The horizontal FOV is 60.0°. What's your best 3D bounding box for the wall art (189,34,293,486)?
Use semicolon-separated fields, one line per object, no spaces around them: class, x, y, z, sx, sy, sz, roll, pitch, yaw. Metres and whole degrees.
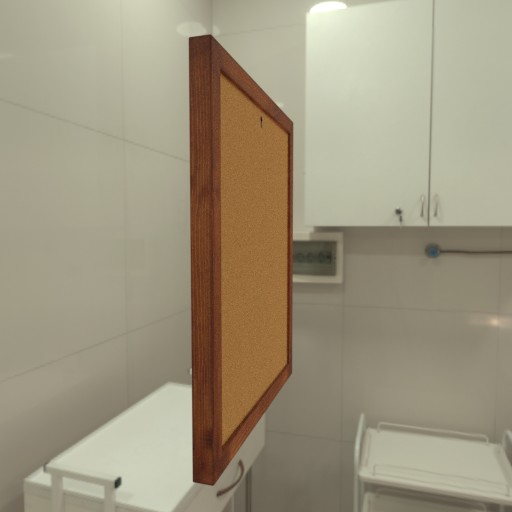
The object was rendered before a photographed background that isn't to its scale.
wall art;0.000;0.000;0.769;0.030;0.558;0.462;1;4;17
